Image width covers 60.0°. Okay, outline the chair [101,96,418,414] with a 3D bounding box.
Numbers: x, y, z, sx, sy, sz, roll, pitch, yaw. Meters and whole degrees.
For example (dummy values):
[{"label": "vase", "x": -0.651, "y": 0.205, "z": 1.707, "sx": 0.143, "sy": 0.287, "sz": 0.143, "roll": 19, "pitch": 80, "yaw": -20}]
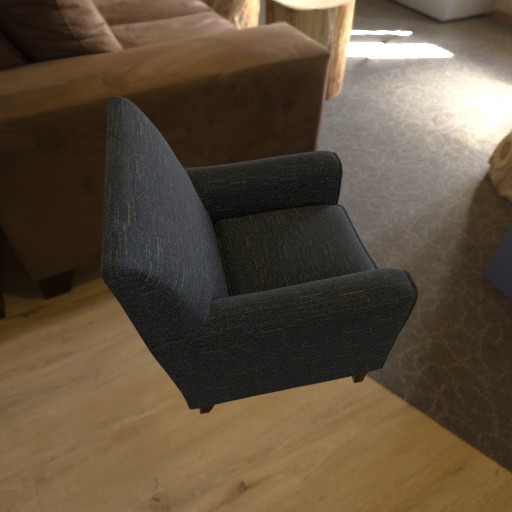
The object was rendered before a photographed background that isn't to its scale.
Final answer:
[{"label": "chair", "x": 0.000, "y": 0.000, "z": 1.638, "sx": 0.873, "sy": 0.928, "sz": 0.864, "roll": -9, "pitch": 46, "yaw": -8}]
